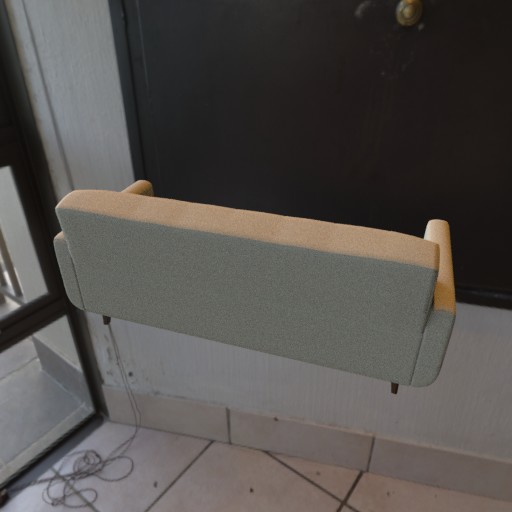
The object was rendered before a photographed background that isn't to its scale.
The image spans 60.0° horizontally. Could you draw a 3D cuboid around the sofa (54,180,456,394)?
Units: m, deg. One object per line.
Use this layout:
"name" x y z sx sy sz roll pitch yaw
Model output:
"sofa" 0.000 0.000 2.642 2.137 0.892 0.980 10 33 16
